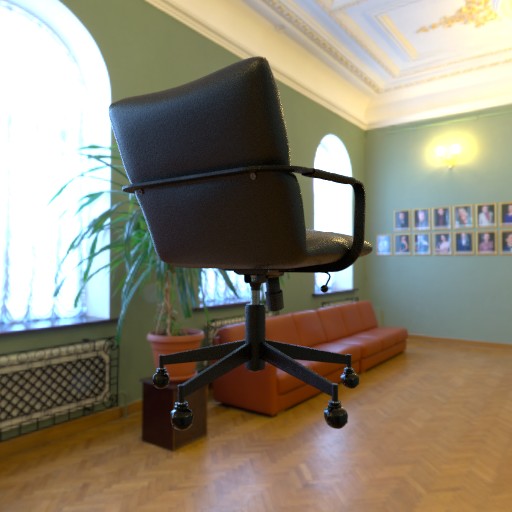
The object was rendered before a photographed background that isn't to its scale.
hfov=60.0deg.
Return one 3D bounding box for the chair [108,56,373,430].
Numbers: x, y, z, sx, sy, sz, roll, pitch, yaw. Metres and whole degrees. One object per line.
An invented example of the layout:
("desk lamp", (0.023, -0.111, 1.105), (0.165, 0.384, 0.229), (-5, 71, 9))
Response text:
("chair", (0.000, 0.000, 1.448), (0.719, 0.922, 0.748), (-1, -1, 35))
